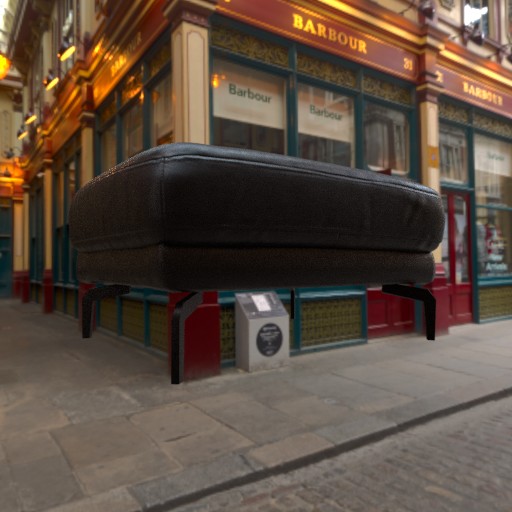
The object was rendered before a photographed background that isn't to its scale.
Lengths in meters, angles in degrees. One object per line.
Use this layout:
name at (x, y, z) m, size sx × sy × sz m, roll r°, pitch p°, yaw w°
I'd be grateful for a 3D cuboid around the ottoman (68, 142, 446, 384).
ottoman at (0.000, 0.000, 1.075) m, size 0.764 × 0.402 × 0.570 m, roll 1°, pitch -1°, yaw -35°
